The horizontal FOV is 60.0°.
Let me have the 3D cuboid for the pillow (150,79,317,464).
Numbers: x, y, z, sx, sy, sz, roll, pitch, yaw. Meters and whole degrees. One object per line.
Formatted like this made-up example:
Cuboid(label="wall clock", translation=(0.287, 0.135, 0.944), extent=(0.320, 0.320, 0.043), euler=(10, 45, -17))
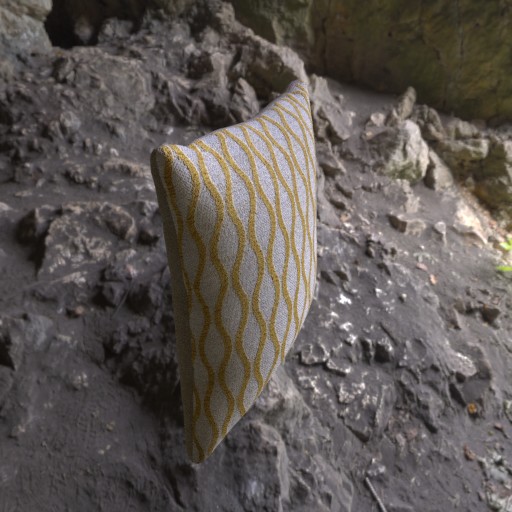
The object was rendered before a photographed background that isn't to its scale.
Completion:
Cuboid(label="pillow", translation=(0.000, 0.000, 0.654), extent=(0.159, 0.436, 0.429), euler=(11, 31, 18))
